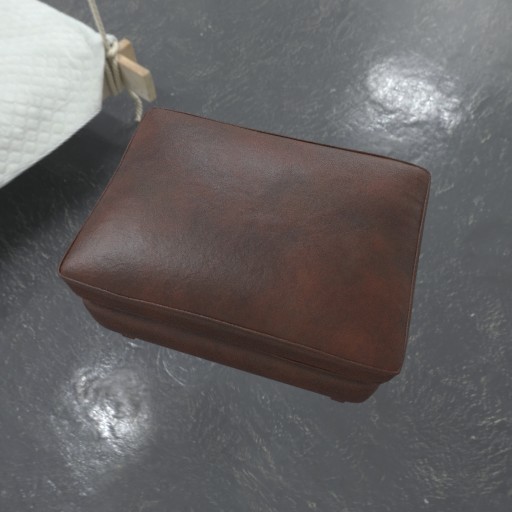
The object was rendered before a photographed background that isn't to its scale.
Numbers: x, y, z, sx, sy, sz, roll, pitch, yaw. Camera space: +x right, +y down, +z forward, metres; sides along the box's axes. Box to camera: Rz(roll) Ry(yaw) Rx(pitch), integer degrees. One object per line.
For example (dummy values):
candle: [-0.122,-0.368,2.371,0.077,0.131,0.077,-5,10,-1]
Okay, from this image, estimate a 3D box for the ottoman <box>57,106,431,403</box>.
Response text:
ottoman: [0.000,0.000,1.025,0.665,0.432,0.501,15,63,8]
